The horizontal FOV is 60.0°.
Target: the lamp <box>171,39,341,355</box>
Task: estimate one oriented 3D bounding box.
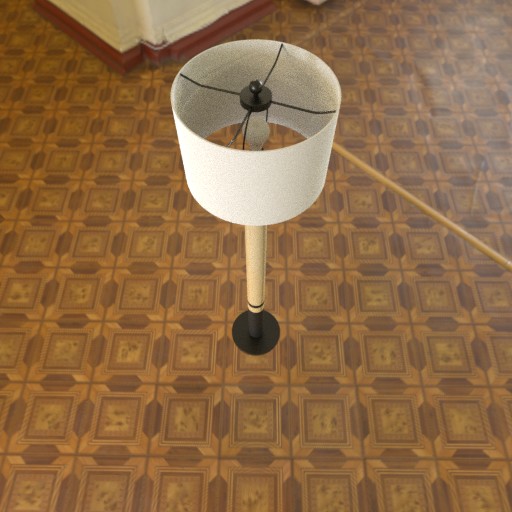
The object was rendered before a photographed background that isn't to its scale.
[{"bbox_3d":[0.000,0.000,1.604,0.381,1.478,0.381,0,59,0],"label":"lamp"}]
